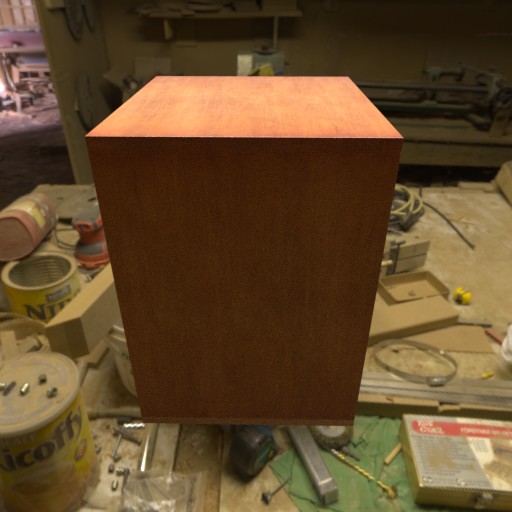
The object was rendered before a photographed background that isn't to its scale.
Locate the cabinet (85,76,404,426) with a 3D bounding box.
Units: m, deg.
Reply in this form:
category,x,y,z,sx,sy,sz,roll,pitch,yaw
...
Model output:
category,x,y,z,sx,sy,sz,roll,pitch,yaw
cabinet,0.000,0.000,0.850,0.401,0.579,0.409,1,31,1
